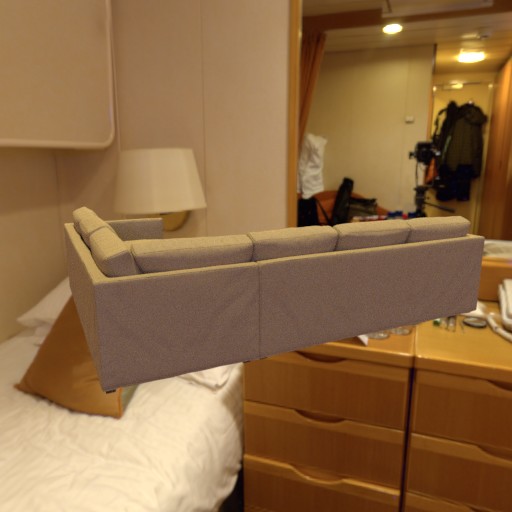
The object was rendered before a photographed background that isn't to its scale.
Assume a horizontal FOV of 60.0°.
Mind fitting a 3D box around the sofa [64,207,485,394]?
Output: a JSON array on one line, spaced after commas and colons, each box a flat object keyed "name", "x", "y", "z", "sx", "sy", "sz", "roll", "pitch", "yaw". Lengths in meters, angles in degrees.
[{"name": "sofa", "x": 0.000, "y": 0.000, "z": 4.198, "sx": 3.182, "sy": 0.871, "sz": 2.432, "roll": -6, "pitch": 14, "yaw": -26}]
